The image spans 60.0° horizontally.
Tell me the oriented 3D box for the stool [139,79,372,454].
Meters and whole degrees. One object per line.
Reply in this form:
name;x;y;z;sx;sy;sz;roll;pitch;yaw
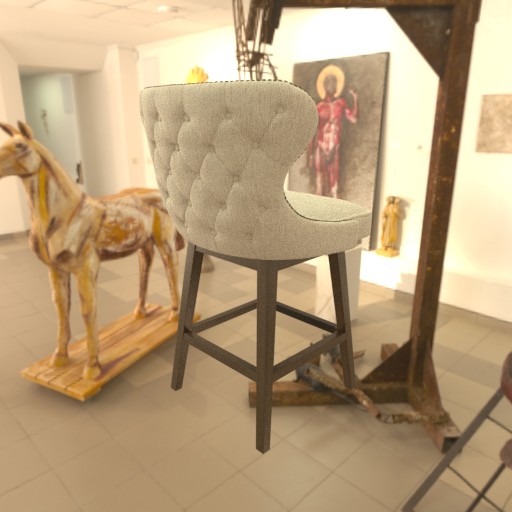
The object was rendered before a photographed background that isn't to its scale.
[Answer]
stool;0.000;0.000;1.369;0.597;0.972;0.615;-17;24;-42
